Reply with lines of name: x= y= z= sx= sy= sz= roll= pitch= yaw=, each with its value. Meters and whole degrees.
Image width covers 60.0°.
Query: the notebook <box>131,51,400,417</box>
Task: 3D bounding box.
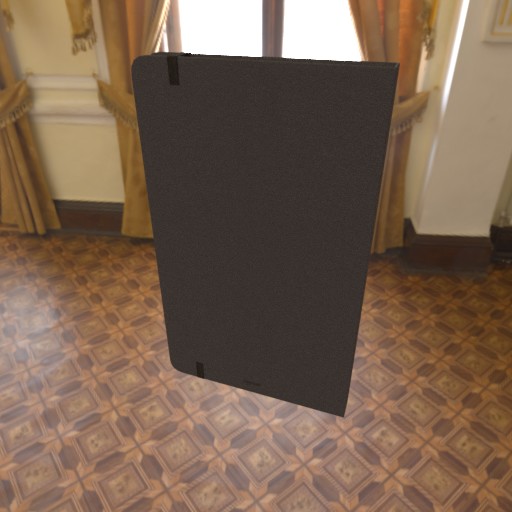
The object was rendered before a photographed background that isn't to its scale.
notebook: x=0.000 y=0.000 z=0.259 sx=0.127 sy=0.213 sz=0.016 roll=10 pitch=33 yaw=17
